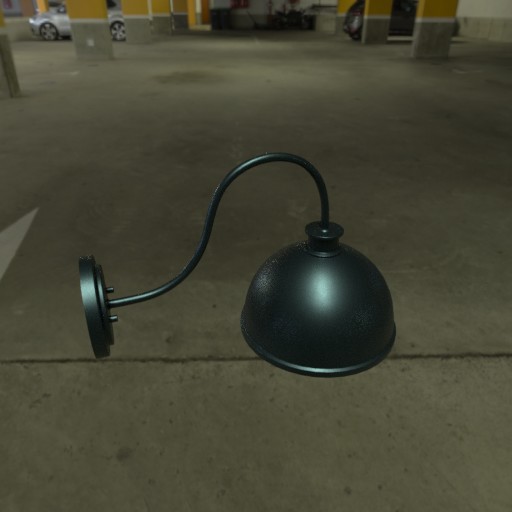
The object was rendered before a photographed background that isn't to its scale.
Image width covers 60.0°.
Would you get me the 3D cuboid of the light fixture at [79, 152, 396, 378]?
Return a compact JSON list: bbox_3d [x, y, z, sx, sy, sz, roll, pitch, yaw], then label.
[{"bbox_3d":[0.000,0.000,0.634,0.467,0.295,0.253,-10,31,-17],"label":"light fixture"}]
